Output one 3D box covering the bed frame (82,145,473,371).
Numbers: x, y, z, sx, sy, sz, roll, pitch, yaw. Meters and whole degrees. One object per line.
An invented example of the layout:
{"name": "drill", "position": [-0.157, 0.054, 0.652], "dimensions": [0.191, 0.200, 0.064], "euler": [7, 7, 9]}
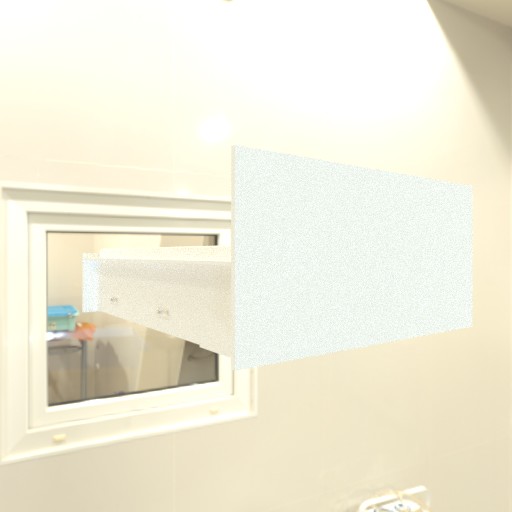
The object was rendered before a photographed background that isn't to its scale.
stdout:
{"name": "bed frame", "position": [0.000, 0.000, 2.834], "dimensions": [1.622, 0.800, 1.960], "euler": [0, 0, -36]}
